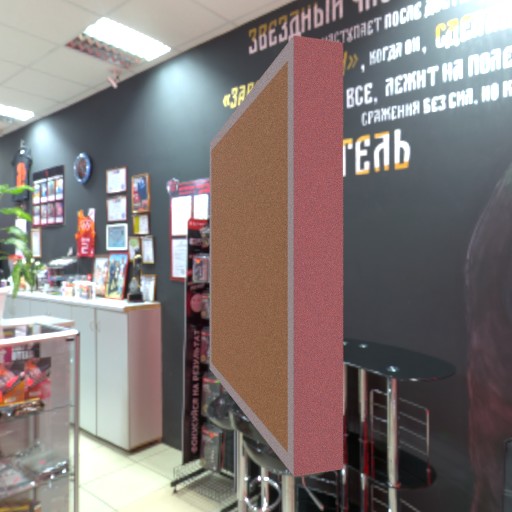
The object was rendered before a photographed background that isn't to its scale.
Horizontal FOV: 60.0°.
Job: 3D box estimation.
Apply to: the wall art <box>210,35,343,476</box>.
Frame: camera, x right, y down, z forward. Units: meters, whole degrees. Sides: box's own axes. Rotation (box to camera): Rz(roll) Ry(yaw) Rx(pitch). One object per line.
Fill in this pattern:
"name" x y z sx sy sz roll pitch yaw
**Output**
"wall art" 0.000 0.000 0.457 0.038 0.305 0.305 0 0 -17
